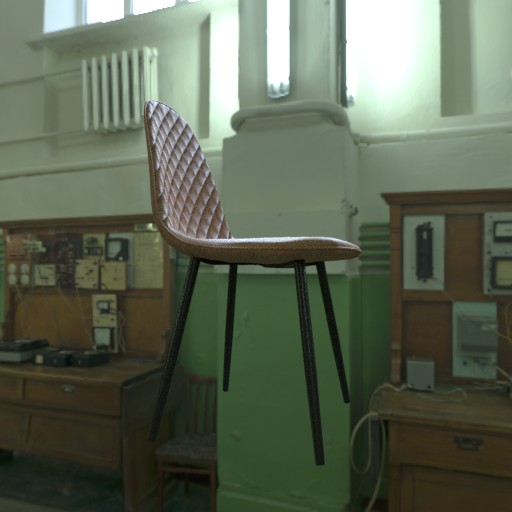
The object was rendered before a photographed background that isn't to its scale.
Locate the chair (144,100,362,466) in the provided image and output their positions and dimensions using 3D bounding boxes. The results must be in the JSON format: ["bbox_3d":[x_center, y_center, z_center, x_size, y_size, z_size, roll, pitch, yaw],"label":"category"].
[{"bbox_3d":[0.000,0.000,1.219,0.561,0.889,0.472,0,-2,19],"label":"chair"}]
